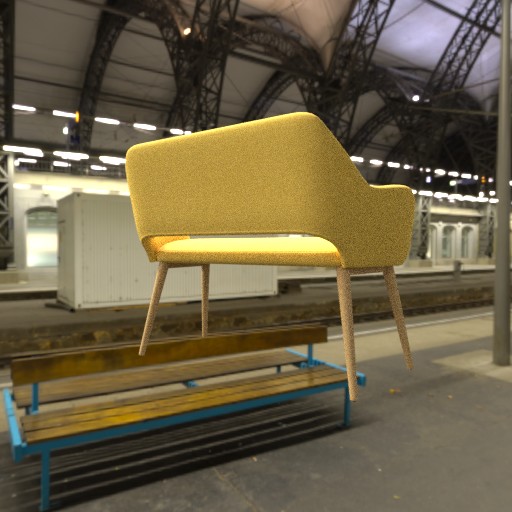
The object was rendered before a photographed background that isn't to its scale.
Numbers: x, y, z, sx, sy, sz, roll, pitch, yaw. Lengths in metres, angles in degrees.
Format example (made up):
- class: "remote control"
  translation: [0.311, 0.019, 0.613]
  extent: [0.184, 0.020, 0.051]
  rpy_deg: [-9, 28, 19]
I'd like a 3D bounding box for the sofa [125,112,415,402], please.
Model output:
- class: "sofa"
  translation: [0.000, 0.000, 1.707]
  extent: [1.150, 0.840, 0.610]
  rpy_deg: [1, 1, 35]
